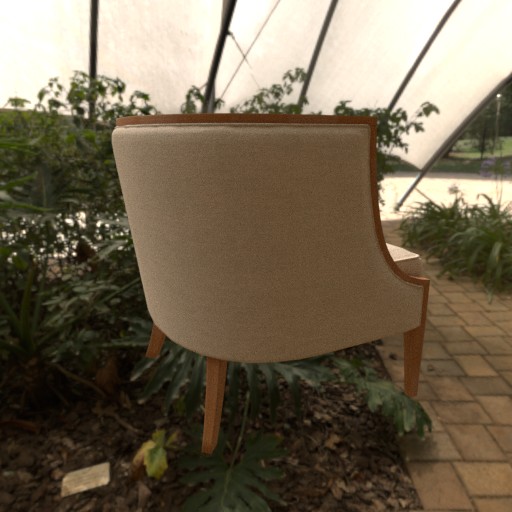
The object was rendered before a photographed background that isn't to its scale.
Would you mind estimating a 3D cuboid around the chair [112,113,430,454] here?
[{"bbox_3d":[0.000,0.000,1.325,0.757,0.775,0.711,-8,17,-27],"label":"chair"}]
